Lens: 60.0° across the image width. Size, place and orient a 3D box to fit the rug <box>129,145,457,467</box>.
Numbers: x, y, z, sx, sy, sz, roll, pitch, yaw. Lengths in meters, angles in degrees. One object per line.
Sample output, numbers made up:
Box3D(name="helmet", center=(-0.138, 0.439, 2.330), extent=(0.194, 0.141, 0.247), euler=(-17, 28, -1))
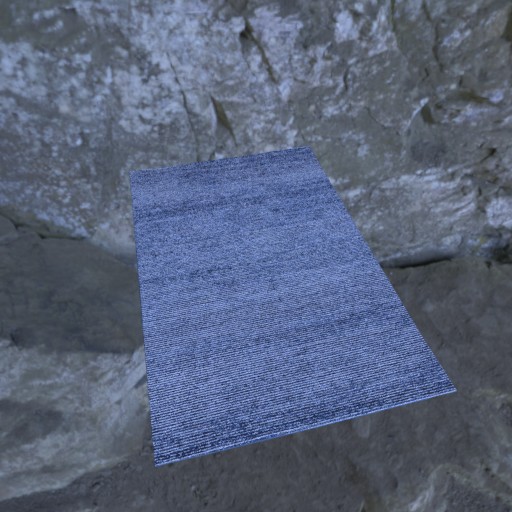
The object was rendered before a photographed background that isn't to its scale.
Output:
Box3D(name="rug", center=(0.000, 0.000, 2.158), extent=(1.135, 0.010, 1.740), euler=(-10, 47, -10))
